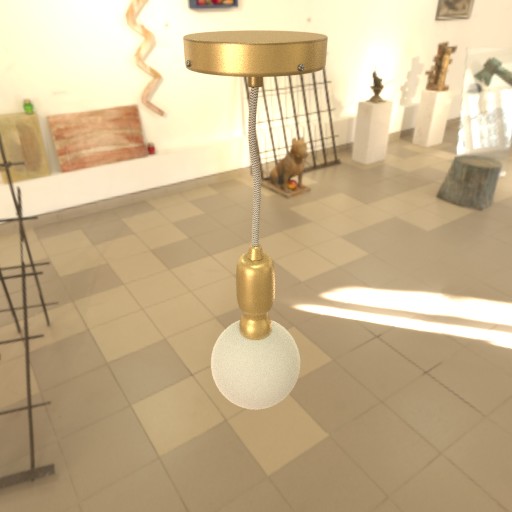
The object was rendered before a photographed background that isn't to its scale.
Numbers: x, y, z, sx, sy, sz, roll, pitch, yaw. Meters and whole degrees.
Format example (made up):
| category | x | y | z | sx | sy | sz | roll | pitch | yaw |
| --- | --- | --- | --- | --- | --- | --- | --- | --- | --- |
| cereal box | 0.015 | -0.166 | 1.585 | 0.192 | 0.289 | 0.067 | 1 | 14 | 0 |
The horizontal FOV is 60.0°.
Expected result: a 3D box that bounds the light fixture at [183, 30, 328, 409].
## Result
| category | x | y | z | sx | sy | sz | roll | pitch | yaw |
| --- | --- | --- | --- | --- | --- | --- | --- | --- | --- |
| light fixture | 0.000 | 0.000 | 0.571 | 0.147 | 0.510 | 0.146 | -20 | 36 | -29 |
